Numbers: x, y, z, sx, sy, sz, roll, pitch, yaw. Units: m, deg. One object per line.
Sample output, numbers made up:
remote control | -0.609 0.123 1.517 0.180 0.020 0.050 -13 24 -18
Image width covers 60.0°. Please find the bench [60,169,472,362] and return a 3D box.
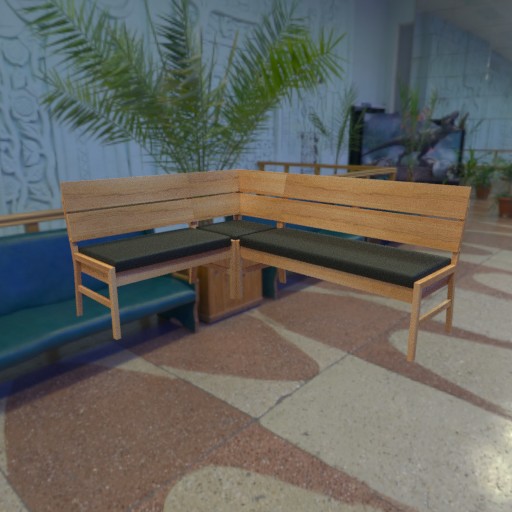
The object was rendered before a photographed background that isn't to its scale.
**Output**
bench | 0.000 0.000 2.775 1.948 0.890 1.548 15 21 43
